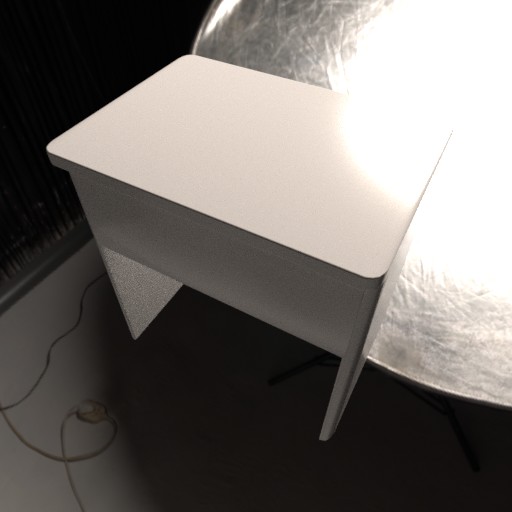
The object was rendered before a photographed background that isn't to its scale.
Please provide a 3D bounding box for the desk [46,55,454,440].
[{"bbox_3d":[0.000,0.000,1.283,0.762,0.800,0.549,22,52,19],"label":"desk"}]
